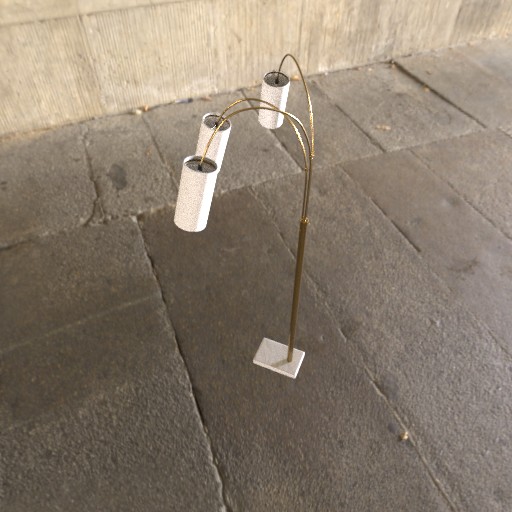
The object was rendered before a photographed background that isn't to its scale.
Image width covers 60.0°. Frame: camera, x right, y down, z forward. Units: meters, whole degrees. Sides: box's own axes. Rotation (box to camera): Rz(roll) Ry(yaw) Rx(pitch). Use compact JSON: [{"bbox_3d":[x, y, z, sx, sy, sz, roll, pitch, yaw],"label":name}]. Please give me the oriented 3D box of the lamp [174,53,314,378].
[{"bbox_3d":[0.000,0.000,2.508,0.667,2.055,1.020,17,49,16],"label":"lamp"}]
